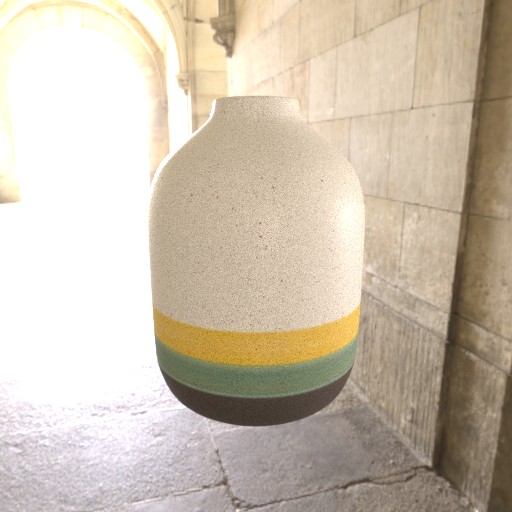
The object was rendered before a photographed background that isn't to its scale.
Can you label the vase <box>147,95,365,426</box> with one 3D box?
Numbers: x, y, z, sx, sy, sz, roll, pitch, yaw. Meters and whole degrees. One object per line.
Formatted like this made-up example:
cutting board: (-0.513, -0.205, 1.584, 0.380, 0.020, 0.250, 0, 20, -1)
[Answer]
vase: (0.000, 0.000, 0.361, 0.169, 0.240, 0.169, 0, 14, 0)
